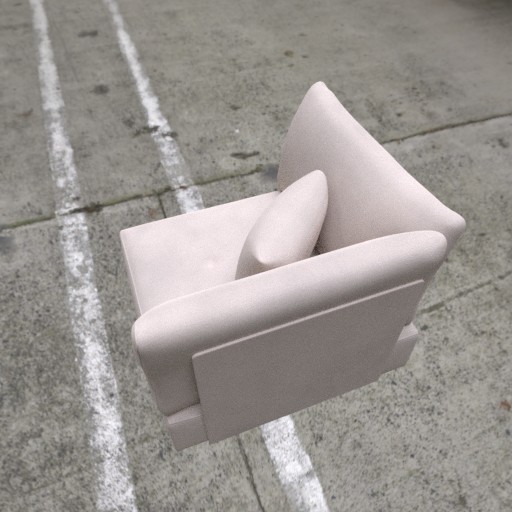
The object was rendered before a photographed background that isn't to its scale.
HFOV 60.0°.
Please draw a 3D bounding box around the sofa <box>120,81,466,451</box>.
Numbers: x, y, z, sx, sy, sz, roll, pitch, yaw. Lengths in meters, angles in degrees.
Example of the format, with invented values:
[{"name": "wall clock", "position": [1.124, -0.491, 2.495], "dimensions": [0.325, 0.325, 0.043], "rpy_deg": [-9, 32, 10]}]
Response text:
[{"name": "sofa", "position": [0.000, 0.000, 1.722], "dimensions": [1.000, 0.820, 1.000], "rpy_deg": [-16, 50, -14]}]
